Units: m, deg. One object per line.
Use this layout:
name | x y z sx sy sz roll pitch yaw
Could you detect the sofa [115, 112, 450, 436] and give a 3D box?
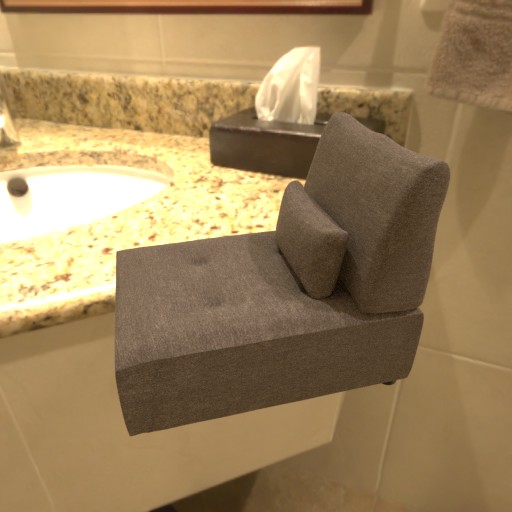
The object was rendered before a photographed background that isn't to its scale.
sofa | 0.000 0.000 1.574 1.000 0.820 0.700 -8 31 -13
